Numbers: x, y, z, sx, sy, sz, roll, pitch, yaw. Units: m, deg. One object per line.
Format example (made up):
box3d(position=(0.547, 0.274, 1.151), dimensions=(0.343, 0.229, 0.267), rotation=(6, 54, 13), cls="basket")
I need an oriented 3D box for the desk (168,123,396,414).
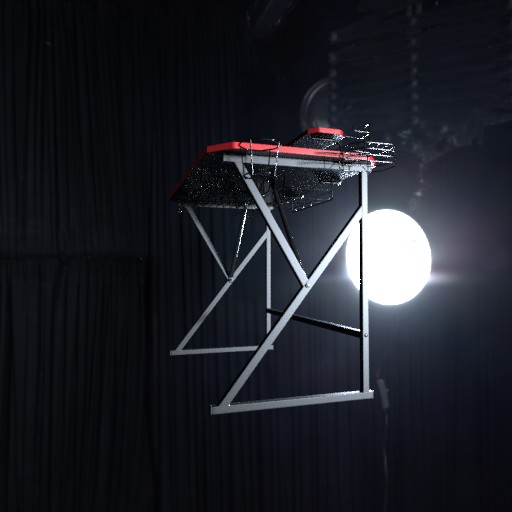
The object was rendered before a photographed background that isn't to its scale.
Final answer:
box3d(position=(0.000, 0.000, 1.761), dimensions=(0.588, 0.913, 1.280), rotation=(1, -2, -18), cls="desk")
